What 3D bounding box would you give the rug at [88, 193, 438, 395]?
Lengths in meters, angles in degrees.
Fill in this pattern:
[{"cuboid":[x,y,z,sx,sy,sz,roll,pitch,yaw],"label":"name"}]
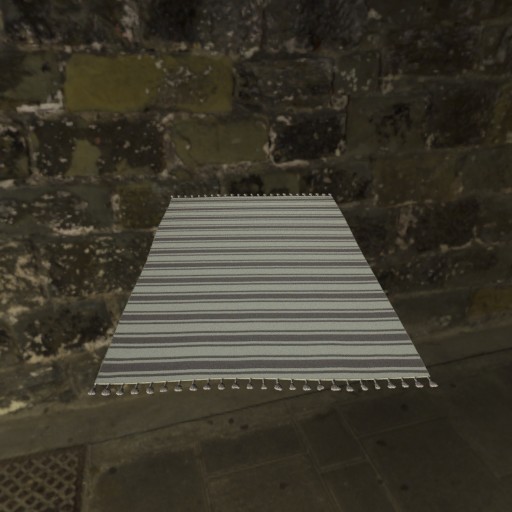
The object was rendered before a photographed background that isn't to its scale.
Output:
[{"cuboid":[0.000,0.000,2.476,1.229,0.011,2.096,-1,27,-2],"label":"rug"}]
